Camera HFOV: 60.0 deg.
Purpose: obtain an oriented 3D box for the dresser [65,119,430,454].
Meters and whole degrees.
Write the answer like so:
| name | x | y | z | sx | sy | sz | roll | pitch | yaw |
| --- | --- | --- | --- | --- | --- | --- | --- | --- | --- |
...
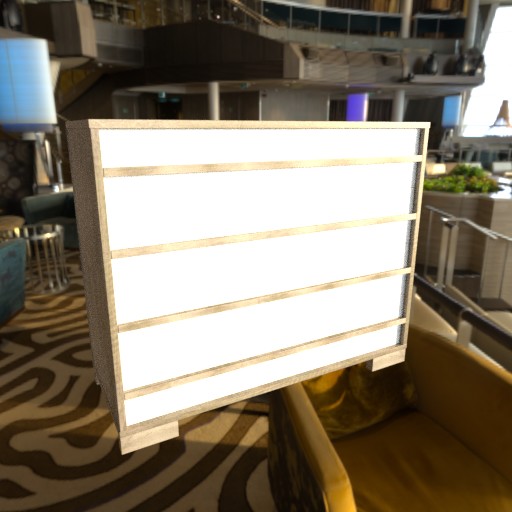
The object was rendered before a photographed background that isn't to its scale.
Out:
| name | x | y | z | sx | sy | sz | roll | pitch | yaw |
| --- | --- | --- | --- | --- | --- | --- | --- | --- | --- |
| dresser | 0.000 | 0.000 | 1.409 | 0.994 | 0.816 | 0.404 | -9 | 18 | -27 |
